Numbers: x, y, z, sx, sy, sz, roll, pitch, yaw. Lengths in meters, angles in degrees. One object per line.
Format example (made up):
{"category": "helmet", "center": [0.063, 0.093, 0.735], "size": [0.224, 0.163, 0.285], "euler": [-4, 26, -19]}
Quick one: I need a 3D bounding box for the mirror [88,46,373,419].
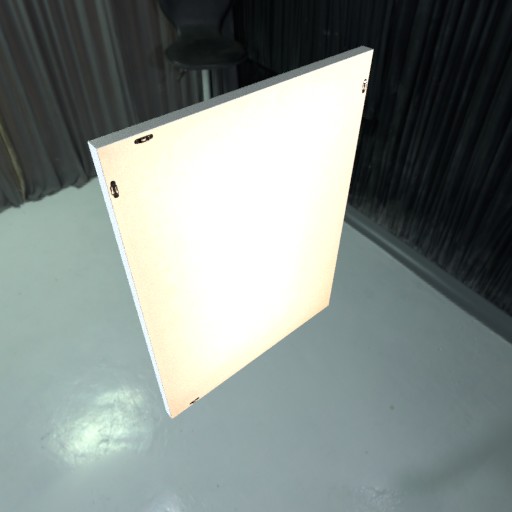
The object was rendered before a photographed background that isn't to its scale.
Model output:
{"category": "mirror", "center": [0.000, 0.000, 1.317], "size": [0.762, 1.016, 0.040], "euler": [-30, 51, -28]}
